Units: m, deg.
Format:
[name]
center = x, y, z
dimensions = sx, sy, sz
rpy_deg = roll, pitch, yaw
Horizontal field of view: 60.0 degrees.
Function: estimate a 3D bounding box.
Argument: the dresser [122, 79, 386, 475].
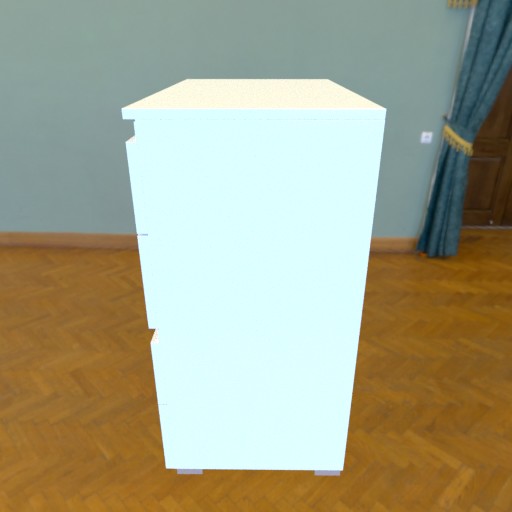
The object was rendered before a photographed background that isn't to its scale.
[dresser]
center = 0.000, 0.000, 1.133
dimensions = 0.400, 0.800, 0.650
rpy_deg = 0, 25, 1
